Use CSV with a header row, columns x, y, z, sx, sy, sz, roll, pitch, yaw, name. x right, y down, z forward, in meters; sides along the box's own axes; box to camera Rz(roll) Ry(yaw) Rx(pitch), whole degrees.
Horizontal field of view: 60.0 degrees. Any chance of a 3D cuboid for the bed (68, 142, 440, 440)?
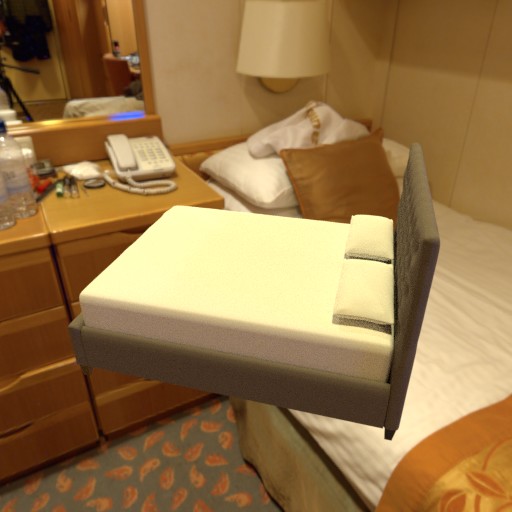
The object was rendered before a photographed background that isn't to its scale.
x,y,z,sx,sy,sz,roll,pitch,yaw,name
0.000,0.000,3.330,2.233,1.426,1.696,8,31,13,bed
